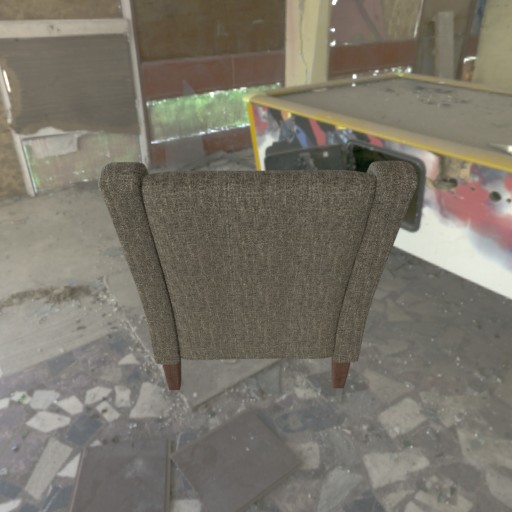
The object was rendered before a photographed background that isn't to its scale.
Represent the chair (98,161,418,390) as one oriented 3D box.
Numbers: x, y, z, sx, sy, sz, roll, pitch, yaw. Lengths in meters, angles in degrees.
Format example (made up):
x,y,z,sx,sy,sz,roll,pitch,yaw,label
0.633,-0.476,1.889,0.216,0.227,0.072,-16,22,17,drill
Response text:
x,y,z,sx,sy,sz,roll,pitch,yaw,label
0.000,0.000,1.713,0.793,1.012,0.944,0,30,-1,chair
